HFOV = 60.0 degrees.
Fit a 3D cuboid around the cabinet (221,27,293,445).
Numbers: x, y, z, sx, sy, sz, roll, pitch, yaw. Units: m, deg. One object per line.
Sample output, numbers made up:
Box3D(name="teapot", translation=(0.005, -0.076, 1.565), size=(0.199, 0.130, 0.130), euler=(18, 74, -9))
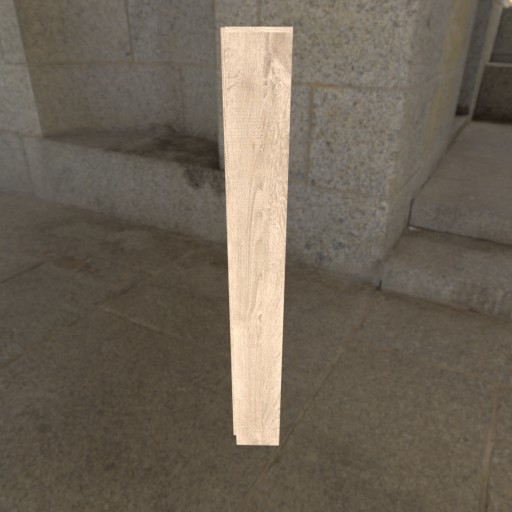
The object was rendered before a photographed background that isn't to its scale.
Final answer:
Box3D(name="cabinet", translation=(0.000, 0.000, 1.951), size=(0.230, 1.790, 0.500), euler=(1, 27, 1))
